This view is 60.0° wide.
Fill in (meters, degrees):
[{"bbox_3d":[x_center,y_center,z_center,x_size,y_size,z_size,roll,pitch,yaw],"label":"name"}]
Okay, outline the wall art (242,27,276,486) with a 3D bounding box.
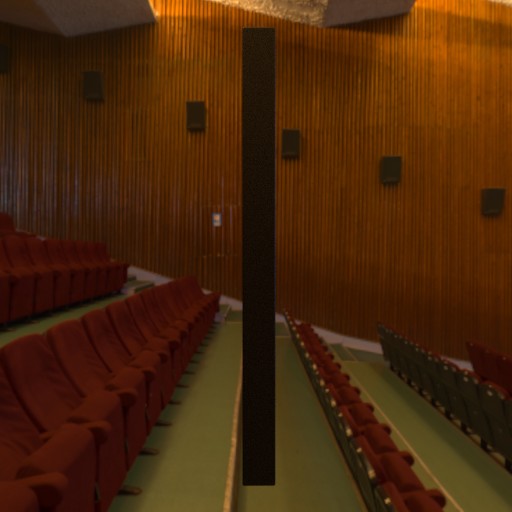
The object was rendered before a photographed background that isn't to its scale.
[{"bbox_3d":[0.000,0.000,0.531,0.028,0.381,0.328,0,0,-1],"label":"wall art"}]
